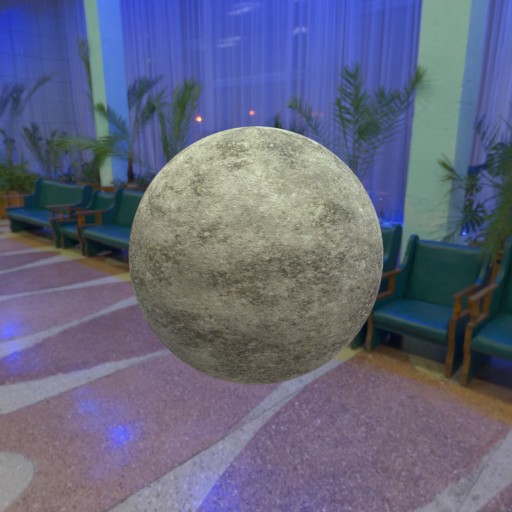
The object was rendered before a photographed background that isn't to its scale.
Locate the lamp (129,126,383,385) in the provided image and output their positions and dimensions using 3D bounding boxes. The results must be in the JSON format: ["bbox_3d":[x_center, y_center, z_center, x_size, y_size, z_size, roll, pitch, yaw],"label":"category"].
[{"bbox_3d":[0.000,0.000,0.764,0.422,0.429,0.422,0,15,0],"label":"lamp"}]
